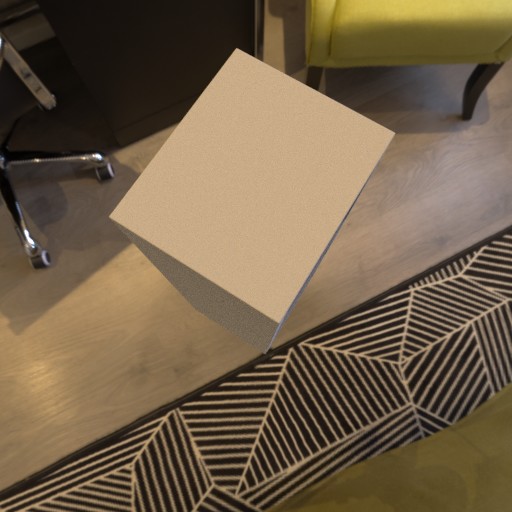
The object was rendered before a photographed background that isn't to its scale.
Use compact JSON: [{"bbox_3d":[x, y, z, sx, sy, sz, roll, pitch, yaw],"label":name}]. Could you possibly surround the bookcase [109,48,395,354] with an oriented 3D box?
[{"bbox_3d":[0.000,0.000,1.273,0.330,1.080,0.390,31,77,8],"label":"bookcase"}]
